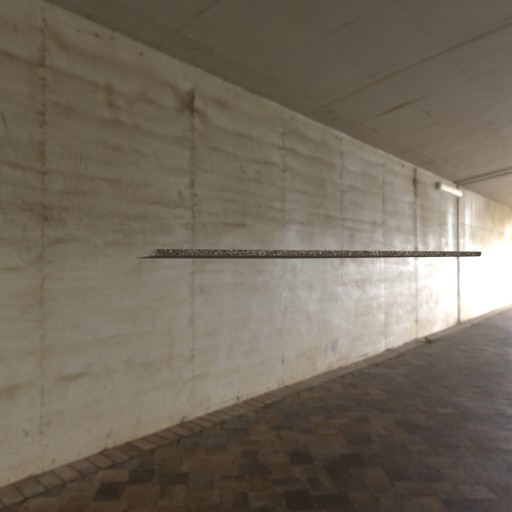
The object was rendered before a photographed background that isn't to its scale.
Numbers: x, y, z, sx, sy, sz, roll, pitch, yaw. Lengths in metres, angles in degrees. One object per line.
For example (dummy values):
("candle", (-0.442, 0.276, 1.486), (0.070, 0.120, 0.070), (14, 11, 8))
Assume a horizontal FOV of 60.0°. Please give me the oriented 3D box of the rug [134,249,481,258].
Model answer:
("rug", (0.000, 0.000, 2.971), (1.502, 0.025, 2.350), (0, -1, -17))
